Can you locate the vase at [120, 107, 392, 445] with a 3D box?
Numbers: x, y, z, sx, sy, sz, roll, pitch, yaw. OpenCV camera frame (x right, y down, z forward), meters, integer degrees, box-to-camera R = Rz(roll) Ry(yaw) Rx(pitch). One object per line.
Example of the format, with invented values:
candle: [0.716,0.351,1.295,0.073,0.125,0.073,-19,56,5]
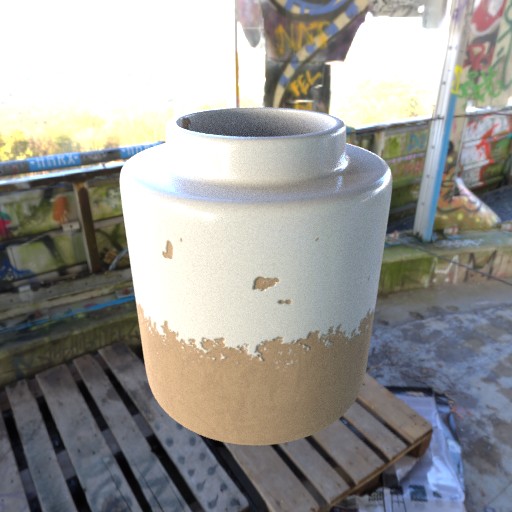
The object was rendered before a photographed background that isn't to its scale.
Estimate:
vase: [0.000,0.000,0.281,0.153,0.167,0.153,0,27,0]
